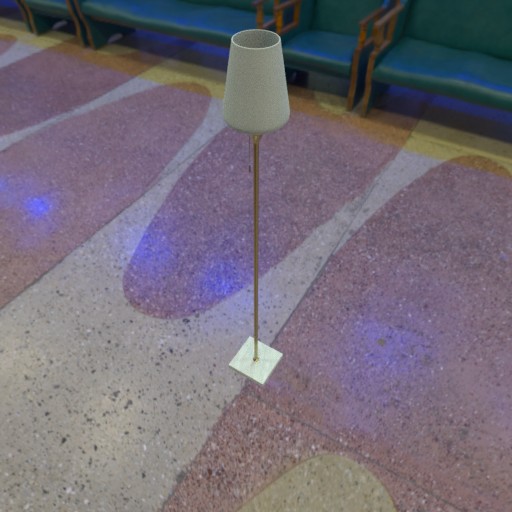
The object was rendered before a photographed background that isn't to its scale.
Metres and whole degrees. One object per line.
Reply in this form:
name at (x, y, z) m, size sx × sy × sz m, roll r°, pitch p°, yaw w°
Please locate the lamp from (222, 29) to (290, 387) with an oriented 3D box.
lamp at (0.000, 0.000, 1.926) m, size 0.232 × 1.813 × 0.229 m, roll 25°, pitch 52°, yaw 21°
